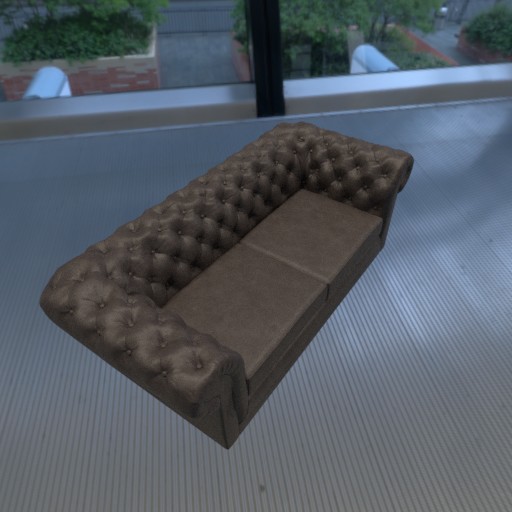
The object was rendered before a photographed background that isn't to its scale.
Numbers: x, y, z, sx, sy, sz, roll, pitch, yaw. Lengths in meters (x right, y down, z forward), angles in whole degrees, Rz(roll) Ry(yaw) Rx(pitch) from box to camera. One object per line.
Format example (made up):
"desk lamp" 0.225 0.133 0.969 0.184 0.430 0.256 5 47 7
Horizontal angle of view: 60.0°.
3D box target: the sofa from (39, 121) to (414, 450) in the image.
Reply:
"sofa" 0.000 0.000 2.463 0.944 0.779 2.048 25 47 26
